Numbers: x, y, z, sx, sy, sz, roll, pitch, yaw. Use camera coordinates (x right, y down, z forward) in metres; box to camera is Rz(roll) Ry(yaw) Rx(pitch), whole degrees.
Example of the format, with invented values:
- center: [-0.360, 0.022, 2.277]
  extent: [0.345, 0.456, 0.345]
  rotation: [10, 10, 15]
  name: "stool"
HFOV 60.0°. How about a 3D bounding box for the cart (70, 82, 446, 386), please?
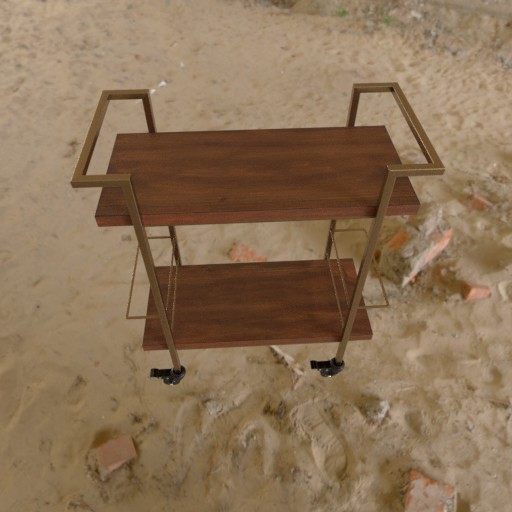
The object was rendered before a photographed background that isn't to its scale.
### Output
- center: [0.000, 0.000, 1.214]
  extent: [0.695, 0.807, 0.364]
  rotation: [-2, 48, -2]
  name: "cart"
